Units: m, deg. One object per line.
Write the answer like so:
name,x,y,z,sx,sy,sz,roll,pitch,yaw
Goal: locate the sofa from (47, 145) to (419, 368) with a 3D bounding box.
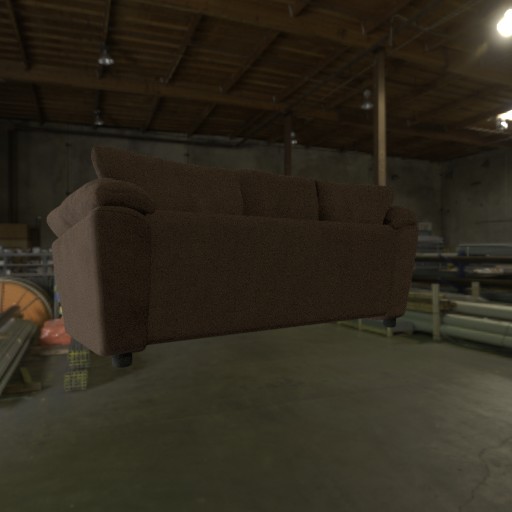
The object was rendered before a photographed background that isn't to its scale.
sofa,0.000,0.000,2.831,2.336,1.015,0.878,0,0,-35
